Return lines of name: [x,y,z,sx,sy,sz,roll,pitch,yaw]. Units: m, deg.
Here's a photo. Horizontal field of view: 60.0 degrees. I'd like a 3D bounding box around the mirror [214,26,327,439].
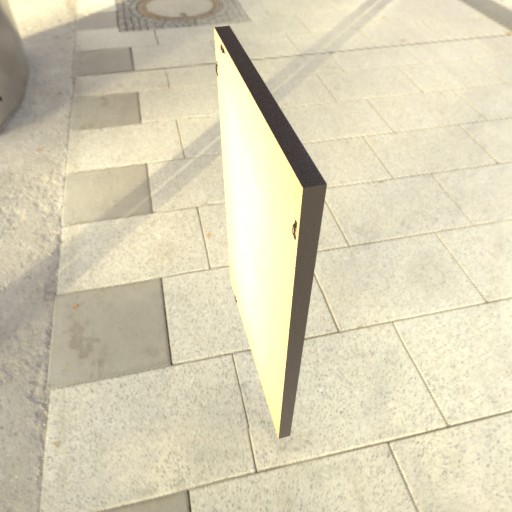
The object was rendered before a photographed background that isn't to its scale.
mirror: [0.000,0.000,1.151,0.041,0.915,0.609,-11,48,-10]
